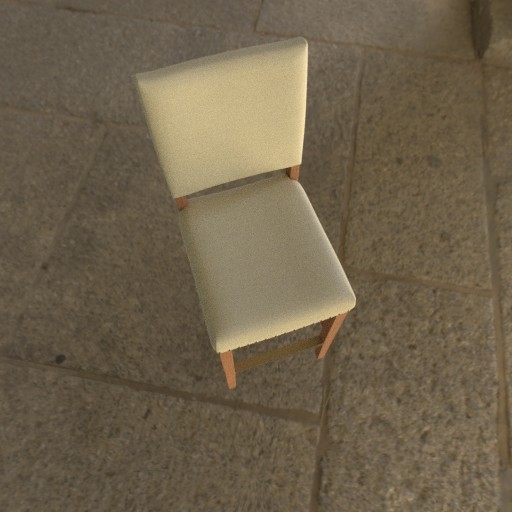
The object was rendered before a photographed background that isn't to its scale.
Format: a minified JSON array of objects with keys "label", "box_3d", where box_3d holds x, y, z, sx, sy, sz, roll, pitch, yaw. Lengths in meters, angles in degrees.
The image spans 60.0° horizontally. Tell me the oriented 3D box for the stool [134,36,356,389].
[{"label":"stool","box_3d":[0.000,0.000,1.483,0.445,1.168,0.584,-17,65,-8]}]
